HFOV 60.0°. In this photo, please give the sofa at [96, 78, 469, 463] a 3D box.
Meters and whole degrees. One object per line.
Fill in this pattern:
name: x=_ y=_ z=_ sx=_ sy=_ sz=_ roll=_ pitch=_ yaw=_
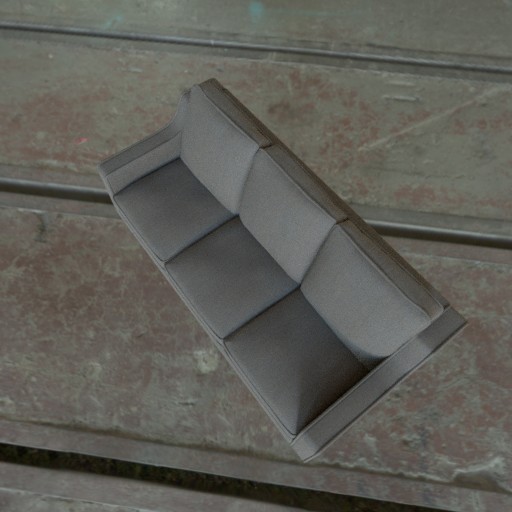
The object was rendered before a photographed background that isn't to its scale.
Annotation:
sofa: x=0.000 y=0.000 z=2.518 sx=0.911 sy=0.974 sz=1.986 roll=-34 pitch=68 yaw=-16
